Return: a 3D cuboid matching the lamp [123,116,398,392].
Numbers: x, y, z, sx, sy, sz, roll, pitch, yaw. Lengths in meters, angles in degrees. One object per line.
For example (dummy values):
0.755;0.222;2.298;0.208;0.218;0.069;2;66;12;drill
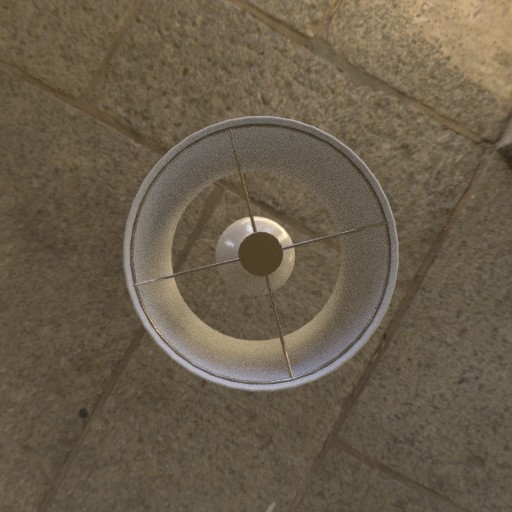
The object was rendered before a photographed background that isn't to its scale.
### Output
0.000;0.000;0.591;0.220;0.475;0.220;0;90;-1;lamp
